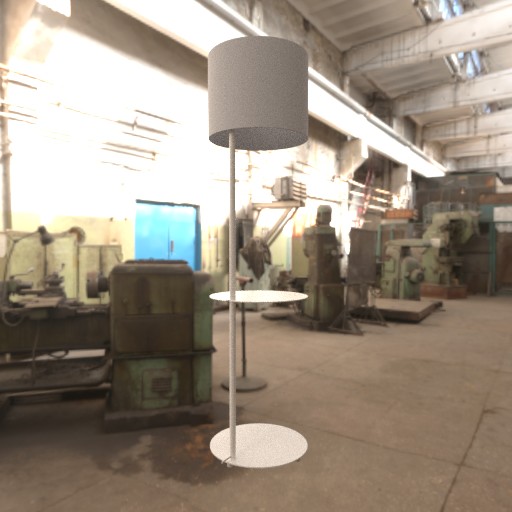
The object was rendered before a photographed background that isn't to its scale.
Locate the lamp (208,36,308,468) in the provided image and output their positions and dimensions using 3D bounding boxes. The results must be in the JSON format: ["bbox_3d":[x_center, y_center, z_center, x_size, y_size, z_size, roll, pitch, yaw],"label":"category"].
[{"bbox_3d":[0.000,0.000,1.657,0.372,1.465,0.405,1,2,36],"label":"lamp"}]
